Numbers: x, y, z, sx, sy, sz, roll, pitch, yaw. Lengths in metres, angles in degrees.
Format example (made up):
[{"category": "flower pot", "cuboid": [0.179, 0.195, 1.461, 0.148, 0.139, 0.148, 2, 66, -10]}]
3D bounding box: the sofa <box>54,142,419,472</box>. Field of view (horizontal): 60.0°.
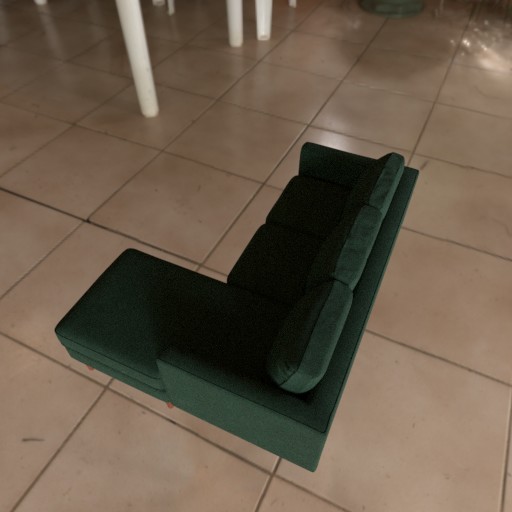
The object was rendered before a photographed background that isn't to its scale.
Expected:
[{"category": "sofa", "cuboid": [0.000, 0.000, 2.862, 1.580, 0.899, 2.030, 19, 51, 16]}]
